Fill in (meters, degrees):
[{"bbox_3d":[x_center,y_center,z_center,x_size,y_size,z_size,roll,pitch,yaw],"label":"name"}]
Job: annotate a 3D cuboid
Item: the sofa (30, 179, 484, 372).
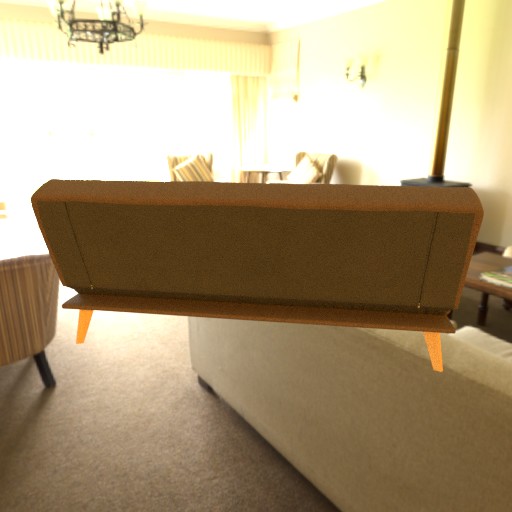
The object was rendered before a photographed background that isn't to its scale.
[{"bbox_3d":[0.000,0.000,2.215,1.800,0.810,0.860,3,17,8],"label":"sofa"}]
